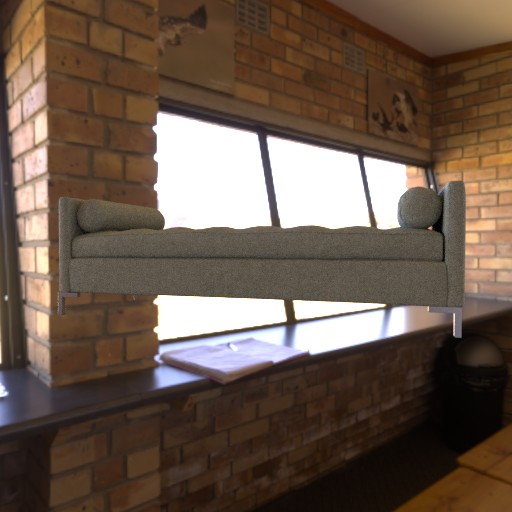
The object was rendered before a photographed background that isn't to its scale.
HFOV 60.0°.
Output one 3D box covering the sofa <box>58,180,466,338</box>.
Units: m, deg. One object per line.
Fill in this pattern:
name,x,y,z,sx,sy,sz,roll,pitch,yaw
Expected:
sofa,0.000,0.000,2.528,2.102,0.657,0.797,0,1,18
